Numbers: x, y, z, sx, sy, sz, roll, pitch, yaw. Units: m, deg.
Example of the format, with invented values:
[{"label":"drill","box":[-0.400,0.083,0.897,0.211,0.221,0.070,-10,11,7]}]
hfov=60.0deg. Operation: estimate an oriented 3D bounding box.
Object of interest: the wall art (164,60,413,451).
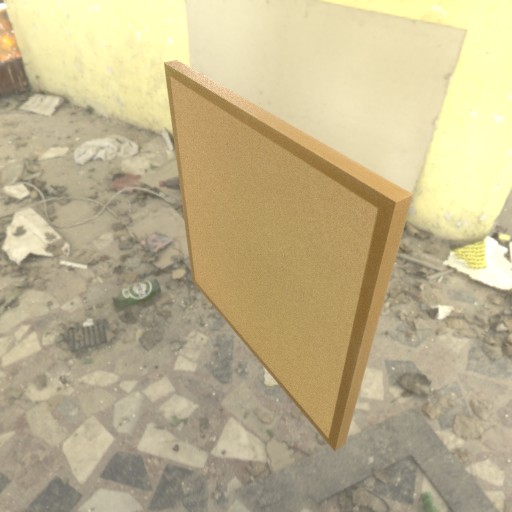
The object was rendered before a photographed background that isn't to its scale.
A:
[{"label":"wall art","box":[0.000,0.000,1.130,0.037,0.760,0.762,-24,46,-26]}]
